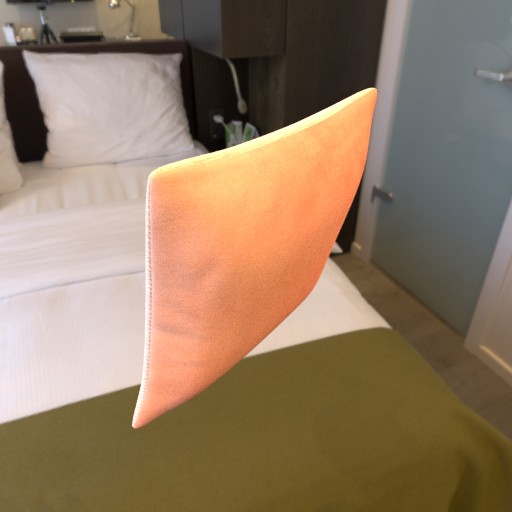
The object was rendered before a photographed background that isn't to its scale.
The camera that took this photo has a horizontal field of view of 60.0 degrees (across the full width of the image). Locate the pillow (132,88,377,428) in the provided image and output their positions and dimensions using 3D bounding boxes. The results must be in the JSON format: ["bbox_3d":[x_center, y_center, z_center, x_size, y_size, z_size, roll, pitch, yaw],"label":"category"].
[{"bbox_3d":[0.000,0.000,0.625,0.177,0.401,0.424,22,38,31],"label":"pillow"}]
